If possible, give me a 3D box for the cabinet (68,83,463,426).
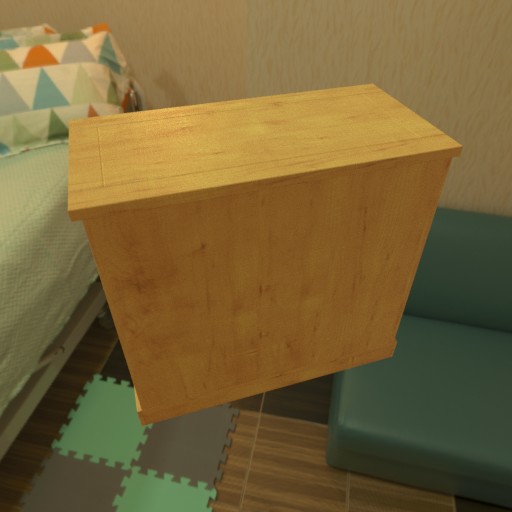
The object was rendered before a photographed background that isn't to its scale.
[{"bbox_3d":[0.000,0.000,1.415,0.920,0.840,0.450,-12,42,-13],"label":"cabinet"}]
